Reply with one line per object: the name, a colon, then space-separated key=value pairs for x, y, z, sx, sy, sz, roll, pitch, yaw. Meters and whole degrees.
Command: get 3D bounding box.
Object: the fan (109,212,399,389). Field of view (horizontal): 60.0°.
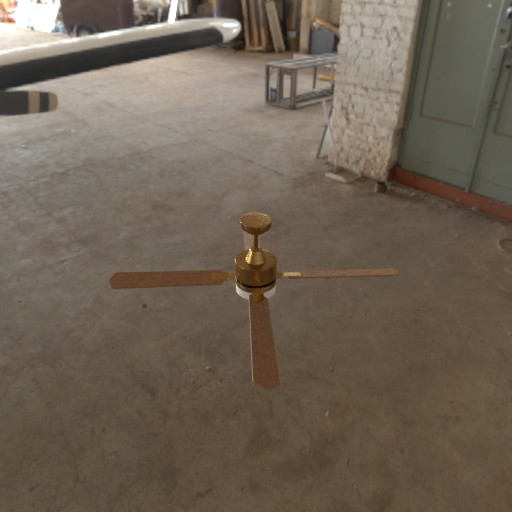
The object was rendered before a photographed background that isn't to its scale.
fan: x=0.000 y=0.000 z=1.966 sx=1.320 sy=0.355 sz=1.320 roll=-2 pitch=32 yaw=-3
